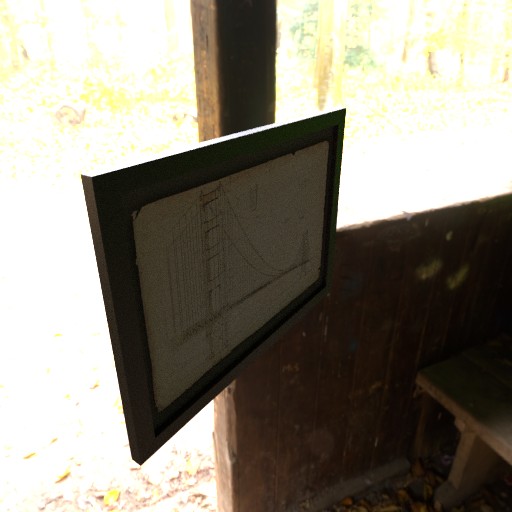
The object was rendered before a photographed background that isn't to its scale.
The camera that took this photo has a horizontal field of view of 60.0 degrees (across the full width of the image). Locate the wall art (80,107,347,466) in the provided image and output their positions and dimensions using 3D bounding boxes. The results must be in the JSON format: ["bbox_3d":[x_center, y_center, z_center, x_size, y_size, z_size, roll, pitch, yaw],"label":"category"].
[{"bbox_3d":[0.000,0.000,0.551,0.016,0.306,0.432,17,31,31],"label":"wall art"}]
